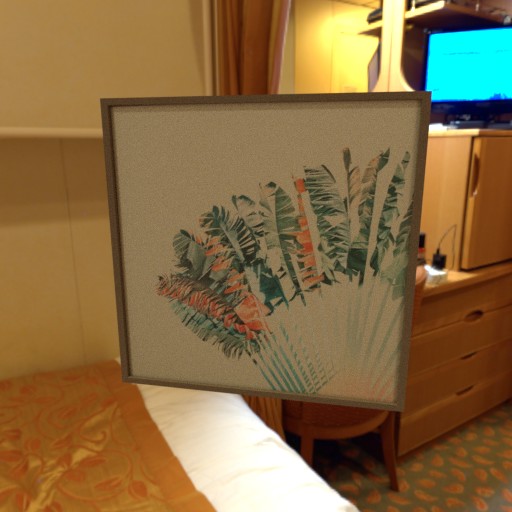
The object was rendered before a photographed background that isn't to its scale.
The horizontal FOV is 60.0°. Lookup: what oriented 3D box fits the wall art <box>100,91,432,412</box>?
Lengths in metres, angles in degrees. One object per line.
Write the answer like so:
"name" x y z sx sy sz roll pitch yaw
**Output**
"wall art" 0.000 0.000 1.109 0.761 0.758 0.038 3 14 11
